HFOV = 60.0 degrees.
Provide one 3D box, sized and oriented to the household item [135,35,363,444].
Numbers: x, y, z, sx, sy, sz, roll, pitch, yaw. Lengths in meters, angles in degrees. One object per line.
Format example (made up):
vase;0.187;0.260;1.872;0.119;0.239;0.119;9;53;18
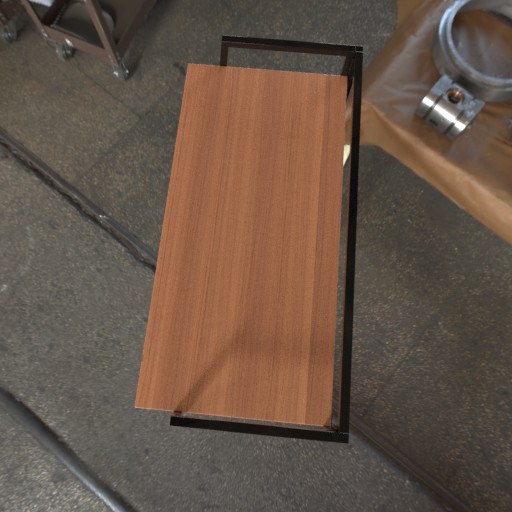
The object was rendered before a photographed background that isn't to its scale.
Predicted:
household item;0.000;0.000;1.533;0.510;0.860;1.050;5;75;1
